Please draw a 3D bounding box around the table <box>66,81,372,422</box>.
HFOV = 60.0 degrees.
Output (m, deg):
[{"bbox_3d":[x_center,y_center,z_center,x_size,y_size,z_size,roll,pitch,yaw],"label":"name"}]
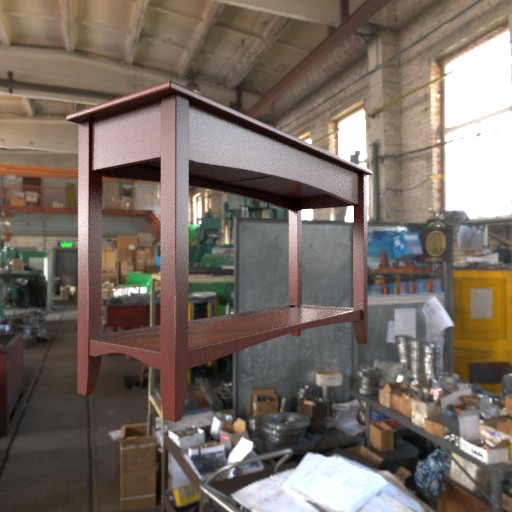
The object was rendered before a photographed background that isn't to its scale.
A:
[{"bbox_3d":[0.000,0.000,1.539,0.392,0.739,1.188,0,-1,35],"label":"table"}]
